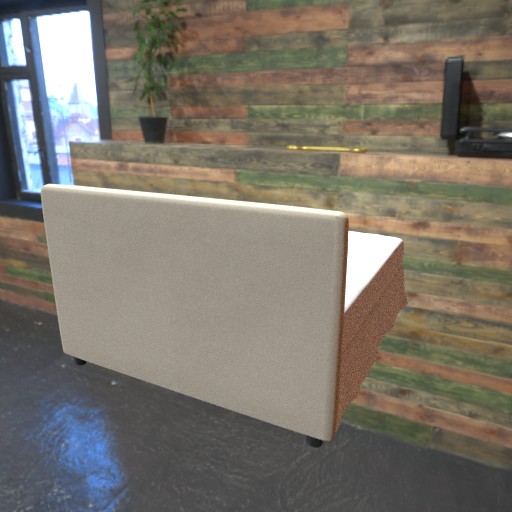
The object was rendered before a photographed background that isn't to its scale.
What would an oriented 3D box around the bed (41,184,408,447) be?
[{"bbox_3d":[0.000,0.000,3.584,2.119,1.317,2.319,9,19,26],"label":"bed"}]
